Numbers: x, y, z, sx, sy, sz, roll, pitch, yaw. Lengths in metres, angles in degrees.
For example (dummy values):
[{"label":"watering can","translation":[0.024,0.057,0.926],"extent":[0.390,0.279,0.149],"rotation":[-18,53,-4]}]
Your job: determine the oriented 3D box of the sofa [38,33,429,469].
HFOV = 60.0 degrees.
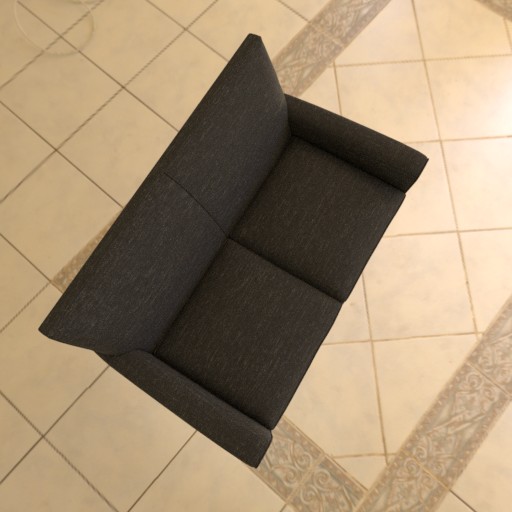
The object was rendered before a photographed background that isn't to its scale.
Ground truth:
[{"label":"sofa","translation":[0.000,0.000,1.935],"extent":[0.875,0.846,1.420],"rotation":[30,78,7]}]
